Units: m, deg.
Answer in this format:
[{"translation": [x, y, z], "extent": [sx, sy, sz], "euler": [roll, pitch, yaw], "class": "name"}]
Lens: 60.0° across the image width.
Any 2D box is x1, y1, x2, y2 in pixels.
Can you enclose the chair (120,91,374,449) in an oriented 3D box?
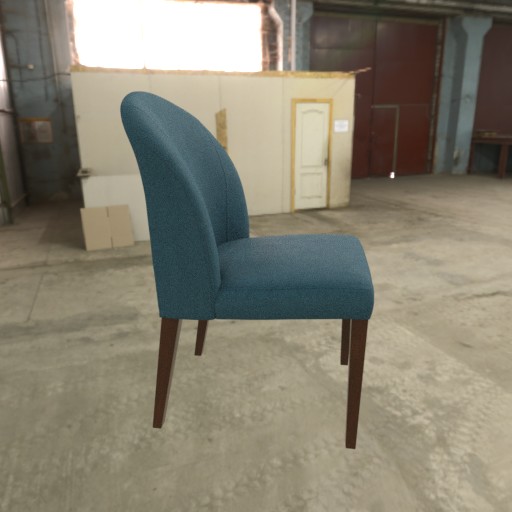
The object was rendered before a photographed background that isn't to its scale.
[{"translation": [0.000, 0.000, 1.254], "extent": [0.620, 0.879, 0.507], "euler": [2, 16, 8], "class": "chair"}]
